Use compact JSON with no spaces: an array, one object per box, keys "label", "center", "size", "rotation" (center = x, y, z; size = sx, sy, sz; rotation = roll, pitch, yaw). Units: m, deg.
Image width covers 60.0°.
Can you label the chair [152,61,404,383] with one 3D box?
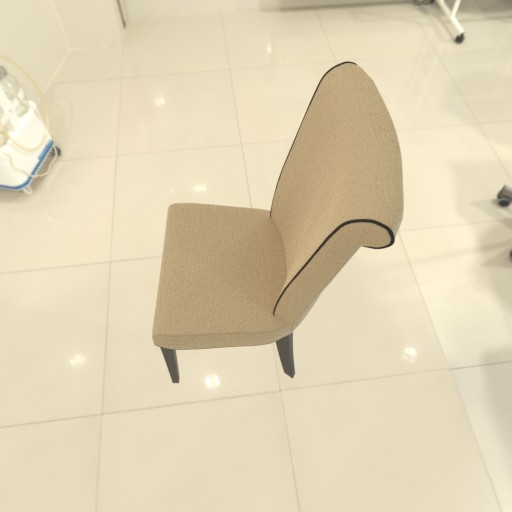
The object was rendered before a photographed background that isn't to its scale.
[{"label":"chair","center":[0.000,0.000,1.362],"size":[0.623,0.997,0.522],"rotation":[0,57,0]}]
